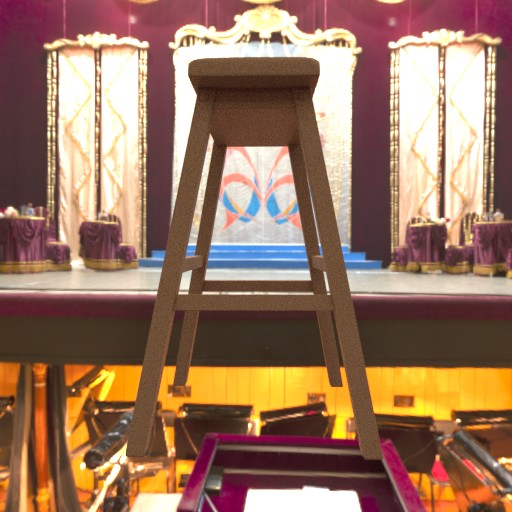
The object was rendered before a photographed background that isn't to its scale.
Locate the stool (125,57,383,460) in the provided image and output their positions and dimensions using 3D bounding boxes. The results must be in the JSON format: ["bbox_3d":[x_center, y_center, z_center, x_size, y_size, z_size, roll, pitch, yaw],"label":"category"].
[{"bbox_3d":[0.000,0.000,1.037,0.476,0.737,0.457,0,1,1],"label":"stool"}]
